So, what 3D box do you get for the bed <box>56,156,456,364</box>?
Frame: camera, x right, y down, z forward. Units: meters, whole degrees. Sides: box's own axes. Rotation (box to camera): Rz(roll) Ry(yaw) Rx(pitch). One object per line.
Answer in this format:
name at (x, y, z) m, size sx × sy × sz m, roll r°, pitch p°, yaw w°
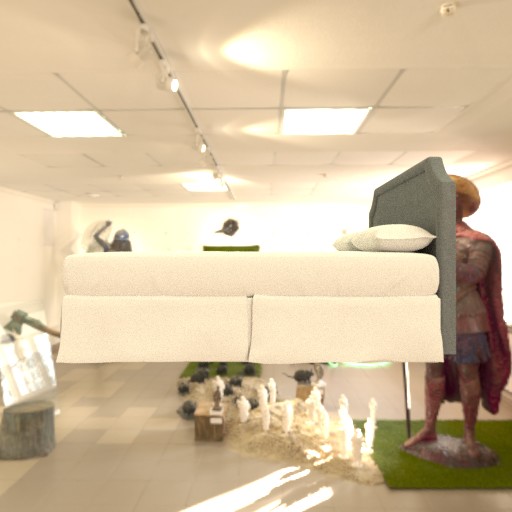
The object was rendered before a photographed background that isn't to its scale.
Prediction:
bed at (0.000, 0.000, 3.616) m, size 2.464 × 1.306 × 1.977 m, roll 0°, pitch 0°, yaw 1°
